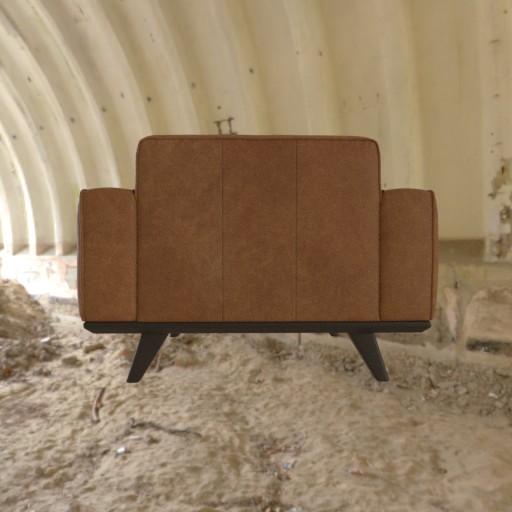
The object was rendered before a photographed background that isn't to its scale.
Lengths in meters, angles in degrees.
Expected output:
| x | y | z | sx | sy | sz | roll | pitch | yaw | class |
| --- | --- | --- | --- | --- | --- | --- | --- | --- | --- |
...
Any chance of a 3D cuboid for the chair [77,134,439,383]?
| x | y | z | sx | sy | sz | roll | pitch | yaw | class |
| --- | --- | --- | --- | --- | --- | --- | --- | --- | --- |
| 0.000 | 0.000 | 1.776 | 1.118 | 0.782 | 0.952 | 0 | 0 | -1 | chair |
